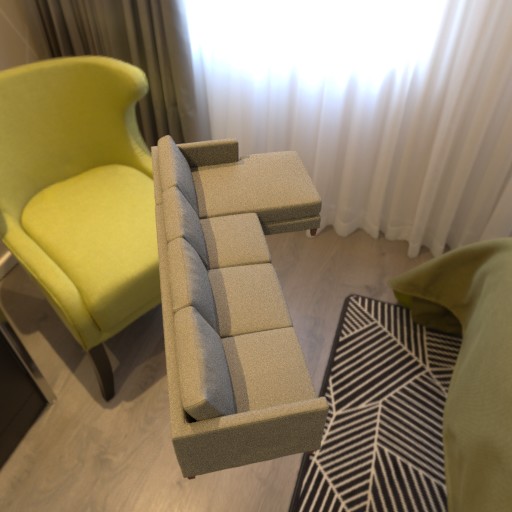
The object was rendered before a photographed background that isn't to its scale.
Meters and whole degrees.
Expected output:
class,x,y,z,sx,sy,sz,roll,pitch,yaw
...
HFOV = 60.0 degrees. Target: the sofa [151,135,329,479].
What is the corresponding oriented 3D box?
class,x,y,z,sx,sy,sz,roll,pitch,yaw
sofa,0.000,0.000,3.849,1.625,0.861,3.186,-8,45,-8
